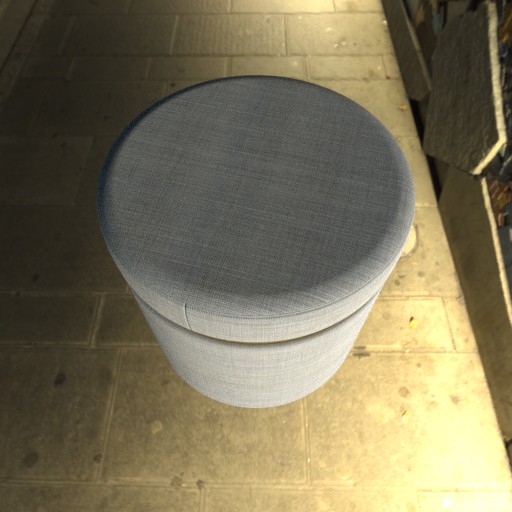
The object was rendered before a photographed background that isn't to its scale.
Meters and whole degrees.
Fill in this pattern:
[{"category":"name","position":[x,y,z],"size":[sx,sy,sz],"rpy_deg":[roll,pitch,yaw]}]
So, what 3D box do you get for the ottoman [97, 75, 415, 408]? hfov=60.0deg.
[{"category":"ottoman","position":[0.000,0.000,0.721],"size":[0.400,0.406,0.400],"rpy_deg":[0,58,0]}]
